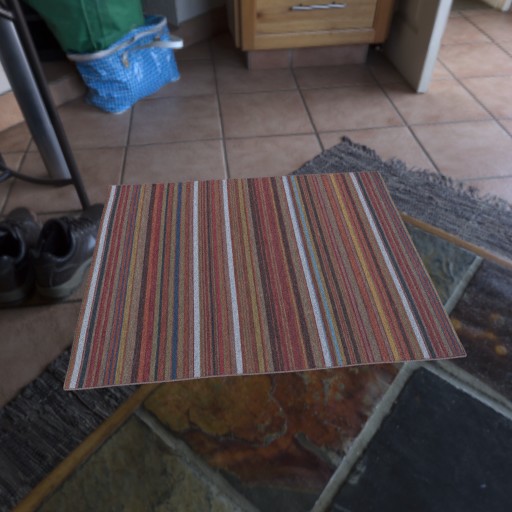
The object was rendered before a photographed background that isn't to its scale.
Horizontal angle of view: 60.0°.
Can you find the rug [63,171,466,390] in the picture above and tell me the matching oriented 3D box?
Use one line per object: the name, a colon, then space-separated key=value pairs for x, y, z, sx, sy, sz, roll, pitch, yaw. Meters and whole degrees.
rug: x=0.000 y=0.000 z=4.202 sx=3.092 sy=0.023 sz=2.479 roll=-4 pitch=46 yaw=-3
